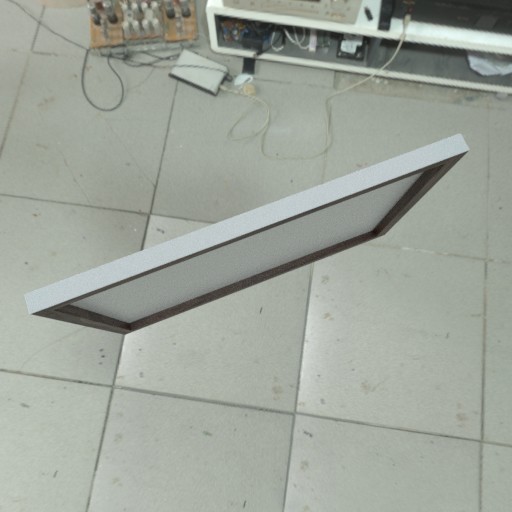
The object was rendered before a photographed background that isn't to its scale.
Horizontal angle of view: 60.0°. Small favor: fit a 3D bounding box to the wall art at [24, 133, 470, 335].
[{"bbox_3d":[0.000,0.000,1.444,1.138,0.761,0.051,-21,77,-5],"label":"wall art"}]
